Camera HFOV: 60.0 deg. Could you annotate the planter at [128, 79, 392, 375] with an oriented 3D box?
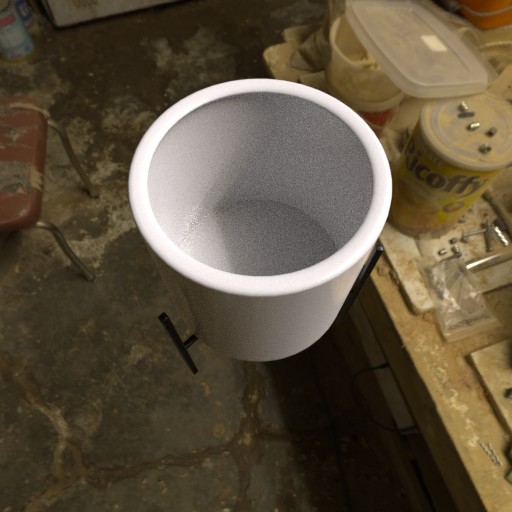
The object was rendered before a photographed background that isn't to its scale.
[{"bbox_3d":[0.000,0.000,0.529,0.239,0.356,0.239,-16,65,-8],"label":"planter"}]
